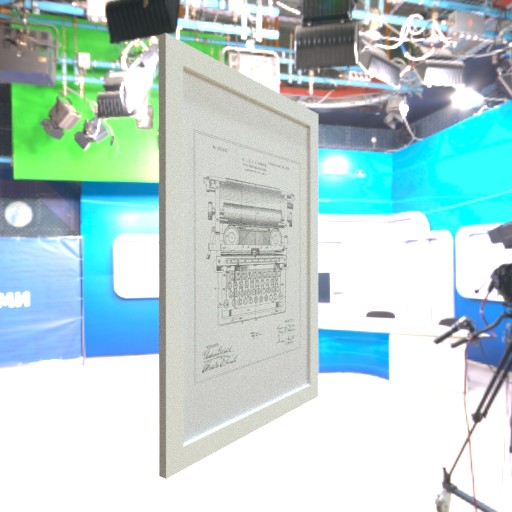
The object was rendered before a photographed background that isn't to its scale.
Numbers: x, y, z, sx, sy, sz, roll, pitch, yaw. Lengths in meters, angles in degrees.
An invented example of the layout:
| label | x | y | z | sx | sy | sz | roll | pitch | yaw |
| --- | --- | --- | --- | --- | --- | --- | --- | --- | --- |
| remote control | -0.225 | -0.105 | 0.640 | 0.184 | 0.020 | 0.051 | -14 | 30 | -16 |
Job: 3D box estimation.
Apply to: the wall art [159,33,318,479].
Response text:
| label | x | y | z | sx | sy | sz | roll | pitch | yaw |
| --- | --- | --- | --- | --- | --- | --- | --- | --- | --- |
| wall art | 0.000 | 0.000 | 0.686 | 0.013 | 0.533 | 0.381 | 0 | 0 | 36 |
